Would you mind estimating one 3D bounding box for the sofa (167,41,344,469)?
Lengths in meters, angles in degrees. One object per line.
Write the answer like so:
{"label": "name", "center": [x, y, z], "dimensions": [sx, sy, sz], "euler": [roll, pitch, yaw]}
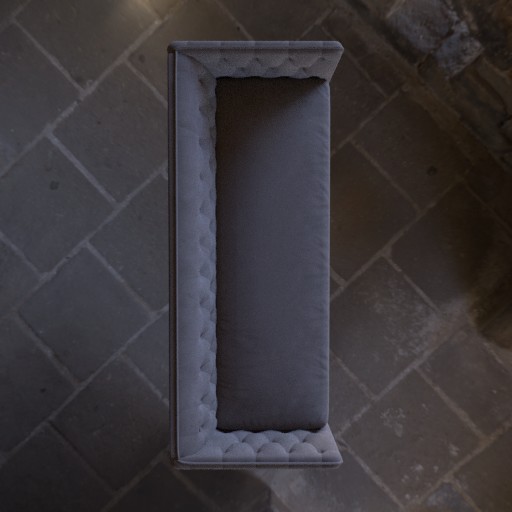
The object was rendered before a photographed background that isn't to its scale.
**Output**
{"label": "sofa", "center": [0.000, 0.000, 2.600], "dimensions": [0.895, 0.771, 2.209], "euler": [0, 91, 0]}
